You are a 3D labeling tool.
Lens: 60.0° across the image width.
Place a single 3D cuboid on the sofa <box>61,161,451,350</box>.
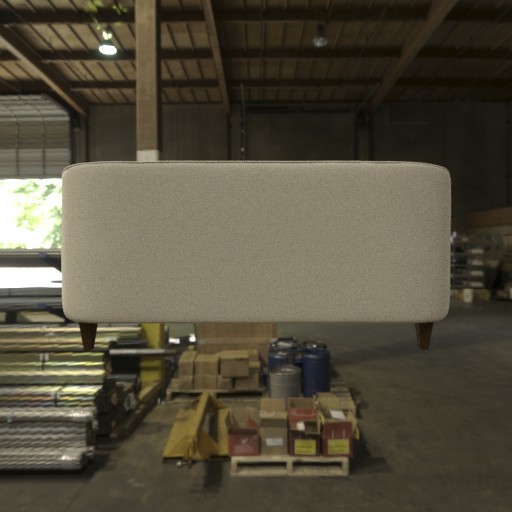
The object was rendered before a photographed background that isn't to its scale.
[{"bbox_3d":[0.000,0.000,2.229,1.733,0.855,0.941,0,1,0],"label":"sofa"}]
